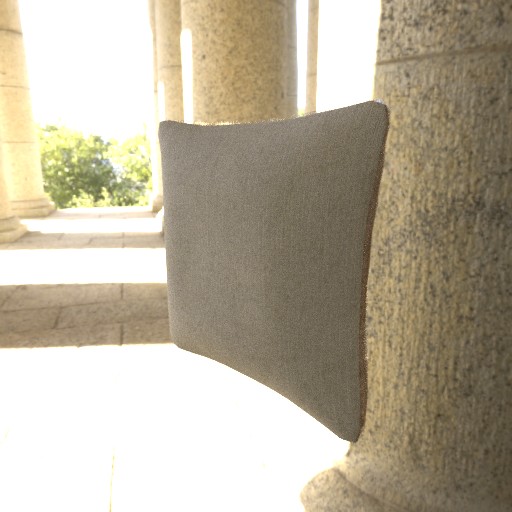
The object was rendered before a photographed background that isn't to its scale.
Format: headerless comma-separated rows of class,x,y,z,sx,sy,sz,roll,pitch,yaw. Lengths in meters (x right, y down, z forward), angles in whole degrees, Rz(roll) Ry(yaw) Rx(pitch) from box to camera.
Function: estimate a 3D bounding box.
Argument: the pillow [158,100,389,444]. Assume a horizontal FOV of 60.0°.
pillow,0.000,0.000,0.836,0.216,0.525,0.538,-13,18,-43
